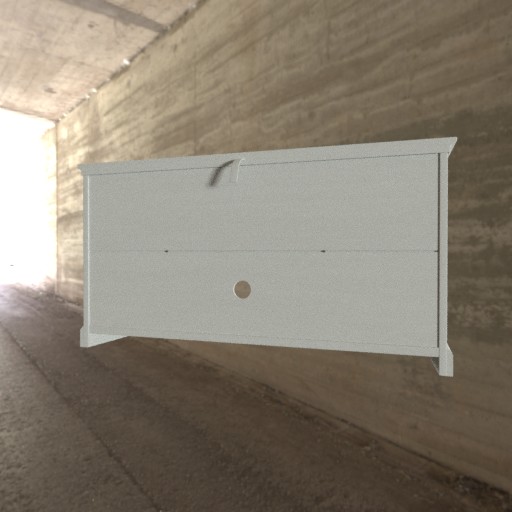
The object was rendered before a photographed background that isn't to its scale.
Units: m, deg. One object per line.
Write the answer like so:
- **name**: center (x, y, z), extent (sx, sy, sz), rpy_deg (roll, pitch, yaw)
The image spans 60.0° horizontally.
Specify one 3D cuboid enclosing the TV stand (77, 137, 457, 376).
- **TV stand**: center (0.000, 0.000, 1.470), extent (1.187, 0.624, 0.424), rpy_deg (0, 1, 18)
